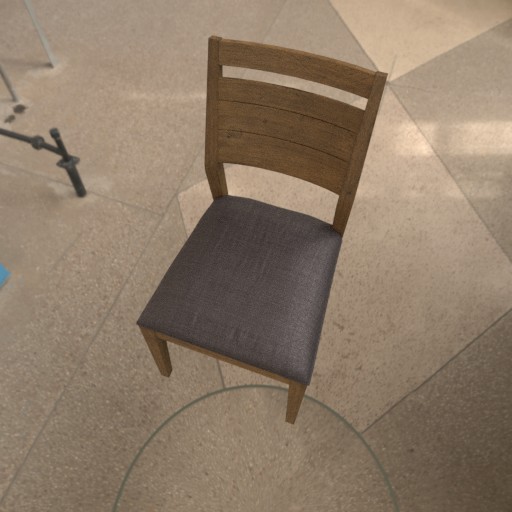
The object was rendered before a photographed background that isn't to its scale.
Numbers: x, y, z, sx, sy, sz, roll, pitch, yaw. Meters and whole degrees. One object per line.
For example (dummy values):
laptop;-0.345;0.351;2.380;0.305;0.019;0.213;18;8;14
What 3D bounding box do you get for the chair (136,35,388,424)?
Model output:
chair;0.000;0.000;1.277;0.501;0.939;0.610;17;60;10
